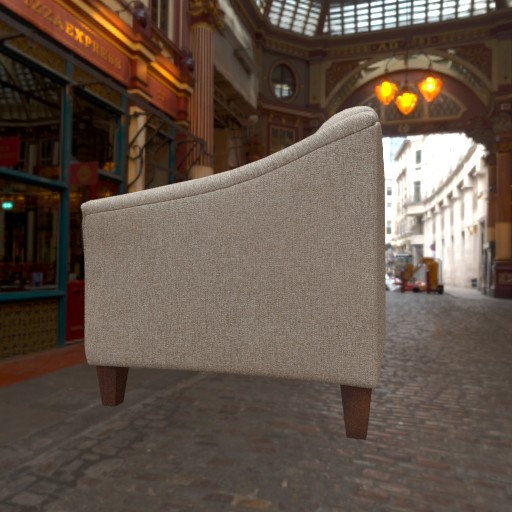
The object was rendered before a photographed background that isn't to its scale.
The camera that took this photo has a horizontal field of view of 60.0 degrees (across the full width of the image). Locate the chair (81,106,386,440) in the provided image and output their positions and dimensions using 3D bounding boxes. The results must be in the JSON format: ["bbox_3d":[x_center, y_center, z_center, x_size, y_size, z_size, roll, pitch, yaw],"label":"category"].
[{"bbox_3d":[0.000,0.000,1.426,0.787,0.839,0.763,0,-1,17],"label":"chair"}]
